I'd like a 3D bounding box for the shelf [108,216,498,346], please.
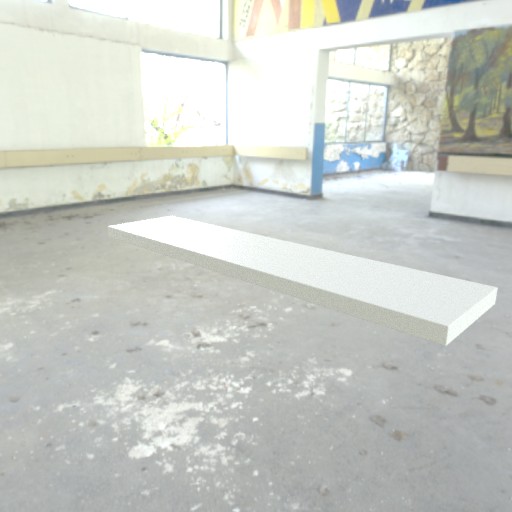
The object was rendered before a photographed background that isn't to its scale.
[{"bbox_3d":[0.000,0.000,0.649,0.610,0.020,0.140,15,22,42],"label":"shelf"}]
